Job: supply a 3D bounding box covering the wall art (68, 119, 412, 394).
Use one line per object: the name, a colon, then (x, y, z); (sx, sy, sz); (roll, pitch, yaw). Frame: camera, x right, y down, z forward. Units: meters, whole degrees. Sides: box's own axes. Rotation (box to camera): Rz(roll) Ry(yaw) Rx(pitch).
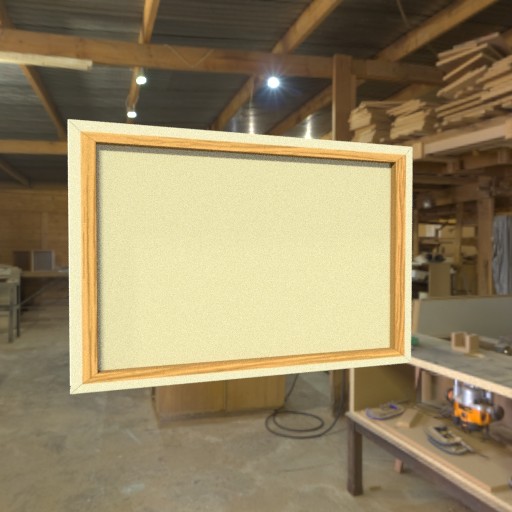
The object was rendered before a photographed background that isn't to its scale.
wall art: (0.000, 0.000, 0.492); (0.381, 0.259, 0.038); (0, 1, -18)
